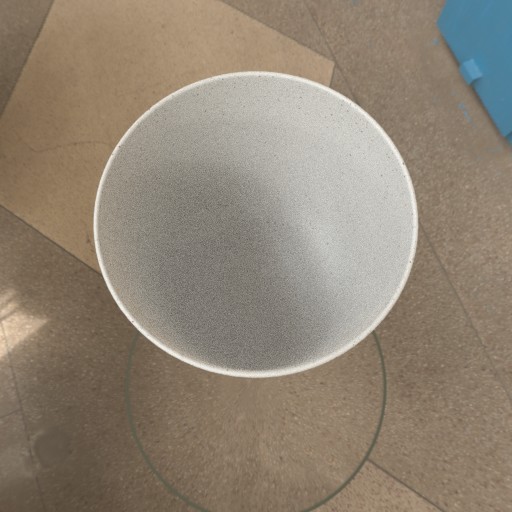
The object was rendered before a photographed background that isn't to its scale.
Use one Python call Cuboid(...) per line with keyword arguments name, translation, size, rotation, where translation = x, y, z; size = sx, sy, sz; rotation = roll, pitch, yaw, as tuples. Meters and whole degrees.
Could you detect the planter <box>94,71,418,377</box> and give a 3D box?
Cuboid(name="planter", translation=(0.000, 0.000, 0.368), size=(0.195, 0.214, 0.195), rotation=(0, 75, 0))
